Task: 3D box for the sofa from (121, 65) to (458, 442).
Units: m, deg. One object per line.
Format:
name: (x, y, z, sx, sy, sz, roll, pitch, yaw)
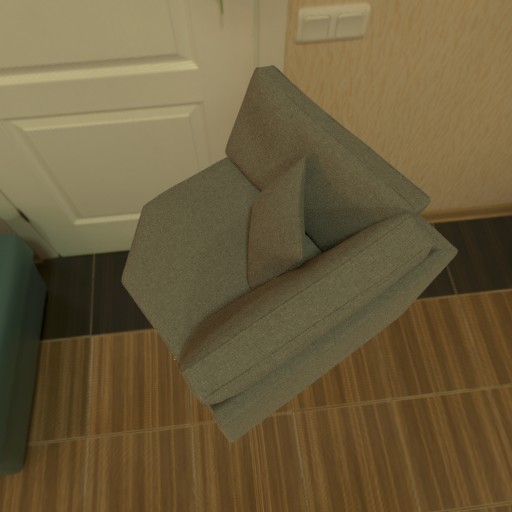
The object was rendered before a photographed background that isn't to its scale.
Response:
sofa: (0.000, 0.000, 1.885, 1.042, 0.951, 1.050, -33, 68, -15)
